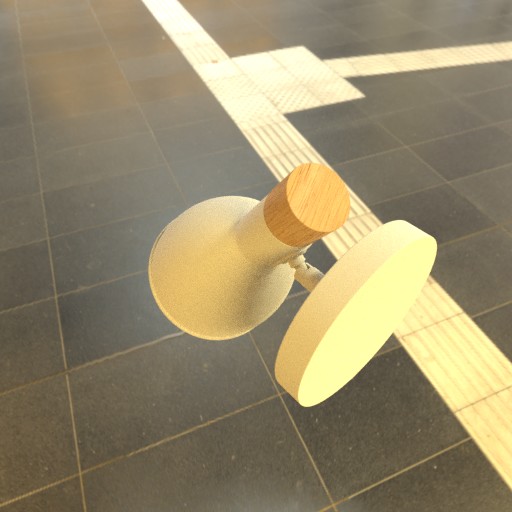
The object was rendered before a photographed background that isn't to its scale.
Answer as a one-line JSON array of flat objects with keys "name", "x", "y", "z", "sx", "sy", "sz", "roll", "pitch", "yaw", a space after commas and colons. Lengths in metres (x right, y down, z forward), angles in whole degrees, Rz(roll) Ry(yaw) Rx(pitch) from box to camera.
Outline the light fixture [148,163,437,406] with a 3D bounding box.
[{"name": "light fixture", "x": 0.000, "y": 0.000, "z": 0.335, "sx": 0.127, "sy": 0.199, "sz": 0.209, "roll": -33, "pitch": 55, "yaw": -28}]
